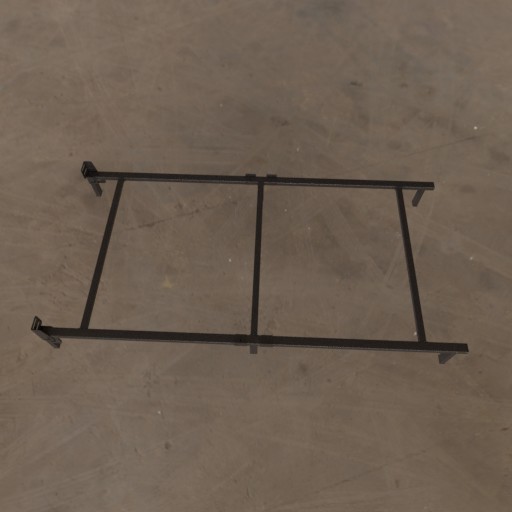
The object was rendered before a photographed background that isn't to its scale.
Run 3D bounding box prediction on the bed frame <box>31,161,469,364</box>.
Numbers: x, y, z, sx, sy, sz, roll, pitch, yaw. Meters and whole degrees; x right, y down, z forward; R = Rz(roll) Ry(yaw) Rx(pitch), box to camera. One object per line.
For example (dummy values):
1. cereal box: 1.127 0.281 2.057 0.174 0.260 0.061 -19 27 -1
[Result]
1. bed frame: 0.000 0.000 2.232 1.897 0.248 0.968 2 60 1
